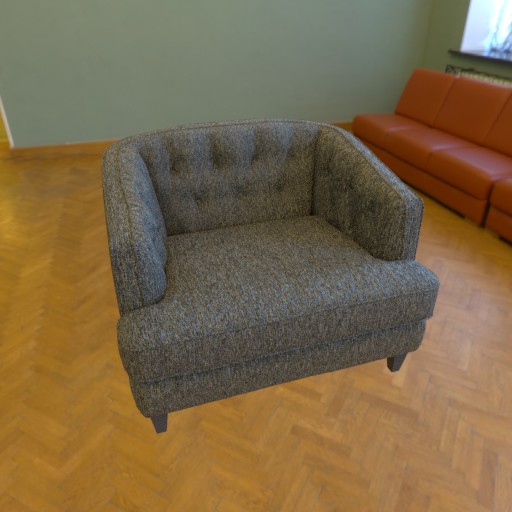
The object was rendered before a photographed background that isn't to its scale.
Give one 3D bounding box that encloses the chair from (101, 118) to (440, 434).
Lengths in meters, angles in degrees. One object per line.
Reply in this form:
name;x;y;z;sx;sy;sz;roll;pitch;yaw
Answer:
chair;0.000;0.000;1.764;1.104;0.852;0.941;-9;32;-15
